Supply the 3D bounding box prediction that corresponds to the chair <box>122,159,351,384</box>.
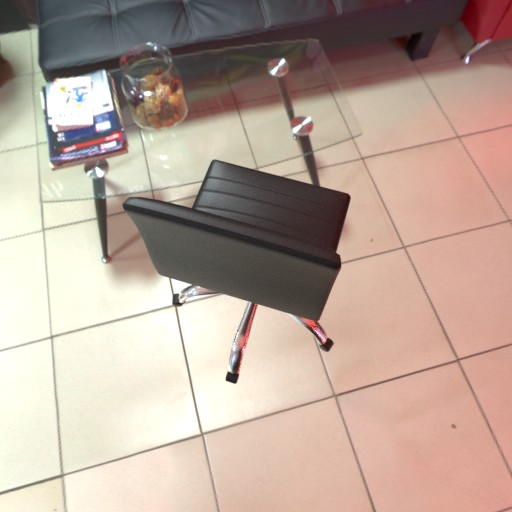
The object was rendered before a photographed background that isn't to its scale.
[{"bbox_3d":[0.000,0.000,1.148,0.556,0.780,0.530,16,65,8],"label":"chair"}]
